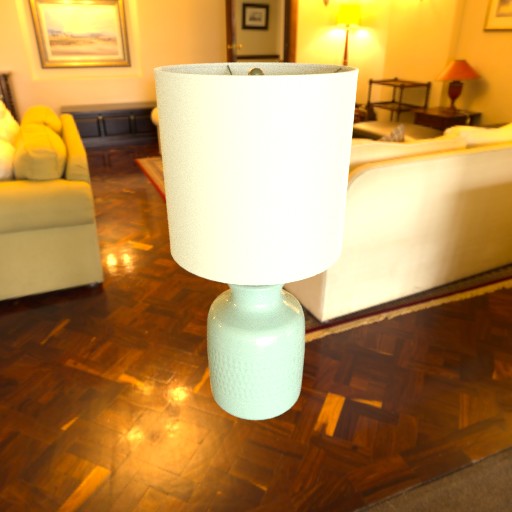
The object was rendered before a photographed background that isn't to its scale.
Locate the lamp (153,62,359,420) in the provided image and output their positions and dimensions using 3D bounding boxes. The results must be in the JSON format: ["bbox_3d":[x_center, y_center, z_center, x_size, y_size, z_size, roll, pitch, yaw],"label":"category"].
[{"bbox_3d":[0.000,0.000,1.113,0.418,0.871,0.418,8,28,16],"label":"lamp"}]
